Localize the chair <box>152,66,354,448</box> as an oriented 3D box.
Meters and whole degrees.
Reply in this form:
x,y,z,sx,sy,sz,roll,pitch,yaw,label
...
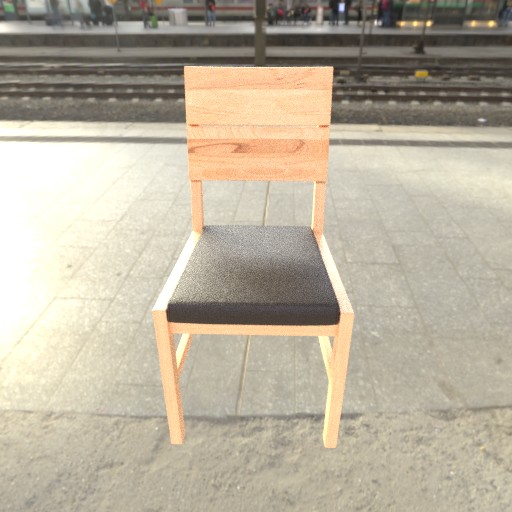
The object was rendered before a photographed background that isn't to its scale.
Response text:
x,y,z,sx,sy,sz,roll,pitch,yaw,label
0.000,0.000,1.275,0.475,0.950,0.560,1,30,1,chair
